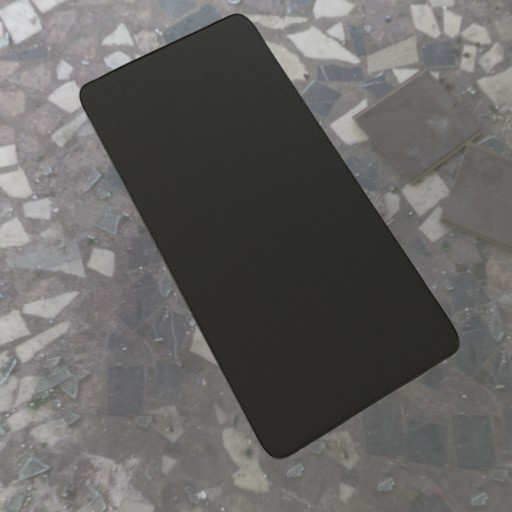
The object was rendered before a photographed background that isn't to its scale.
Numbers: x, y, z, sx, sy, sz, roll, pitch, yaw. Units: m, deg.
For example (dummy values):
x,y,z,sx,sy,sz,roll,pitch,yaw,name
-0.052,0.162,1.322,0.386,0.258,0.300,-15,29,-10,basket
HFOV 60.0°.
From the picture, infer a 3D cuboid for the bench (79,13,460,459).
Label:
x,y,z,sx,sy,sz,roll,pitch,yaw,name
0.000,0.000,0.889,0.300,0.561,0.600,-29,78,-7,bench
